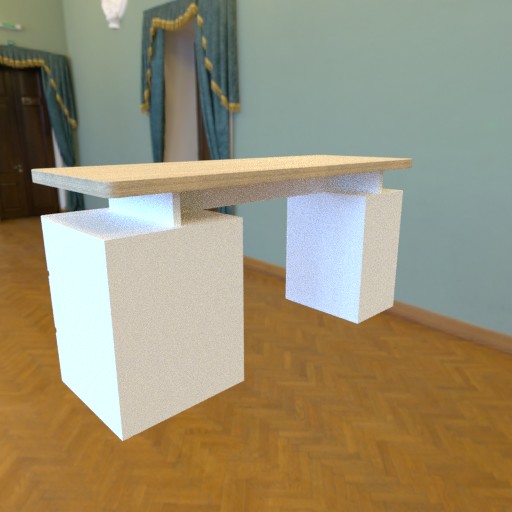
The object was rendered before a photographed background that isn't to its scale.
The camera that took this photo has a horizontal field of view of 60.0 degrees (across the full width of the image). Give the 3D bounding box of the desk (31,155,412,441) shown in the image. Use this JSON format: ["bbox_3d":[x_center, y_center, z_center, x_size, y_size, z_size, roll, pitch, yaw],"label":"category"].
[{"bbox_3d":[0.000,0.000,1.836,1.500,0.755,0.550,-14,21,-42],"label":"desk"}]
